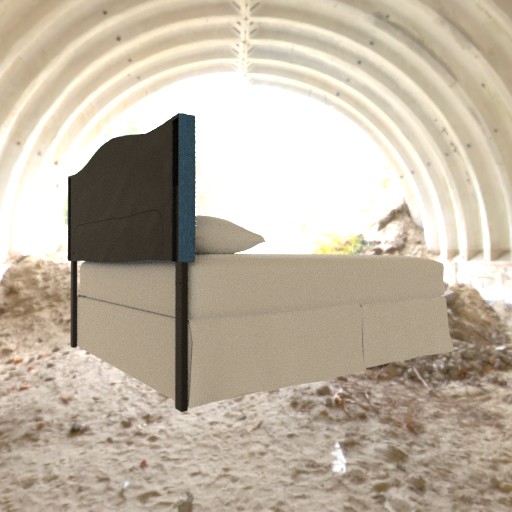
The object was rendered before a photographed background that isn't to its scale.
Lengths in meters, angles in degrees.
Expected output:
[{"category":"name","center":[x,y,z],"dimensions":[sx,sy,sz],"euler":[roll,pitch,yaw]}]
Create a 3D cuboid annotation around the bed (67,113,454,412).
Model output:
[{"category":"bed","center":[0.000,0.000,2.797],"dimensions":[1.872,1.169,1.610],"euler":[0,-1,-37]}]
